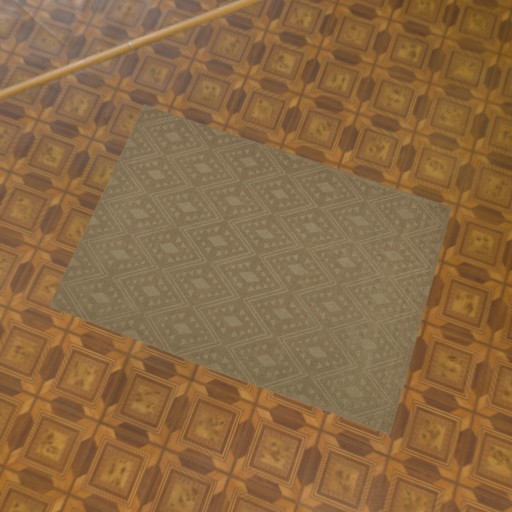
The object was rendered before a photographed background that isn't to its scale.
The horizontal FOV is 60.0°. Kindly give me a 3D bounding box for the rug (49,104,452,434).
[{"bbox_3d":[0.000,0.000,2.356,1.829,0.034,1.252,19,77,5],"label":"rug"}]
